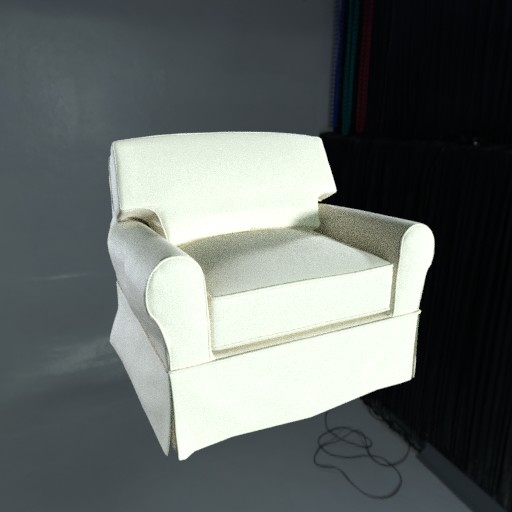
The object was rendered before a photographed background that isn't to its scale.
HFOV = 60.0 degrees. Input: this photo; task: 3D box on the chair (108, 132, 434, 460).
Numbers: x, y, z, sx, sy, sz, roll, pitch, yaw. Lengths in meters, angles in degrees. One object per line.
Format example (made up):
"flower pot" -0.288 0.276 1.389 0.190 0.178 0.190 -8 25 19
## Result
"chair" 0.000 0.000 1.799 1.099 0.958 0.904 -8 19 -25
